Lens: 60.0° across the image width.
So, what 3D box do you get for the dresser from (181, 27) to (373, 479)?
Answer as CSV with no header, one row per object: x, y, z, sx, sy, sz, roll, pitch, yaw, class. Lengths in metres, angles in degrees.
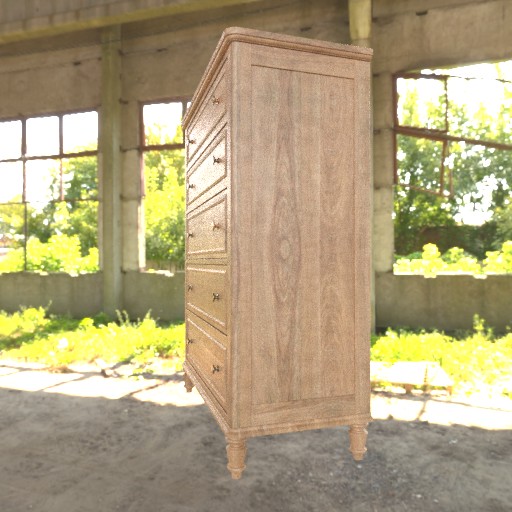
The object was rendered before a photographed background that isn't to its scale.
0.000,0.000,1.805,0.484,1.318,0.973,0,-1,-18,dresser
